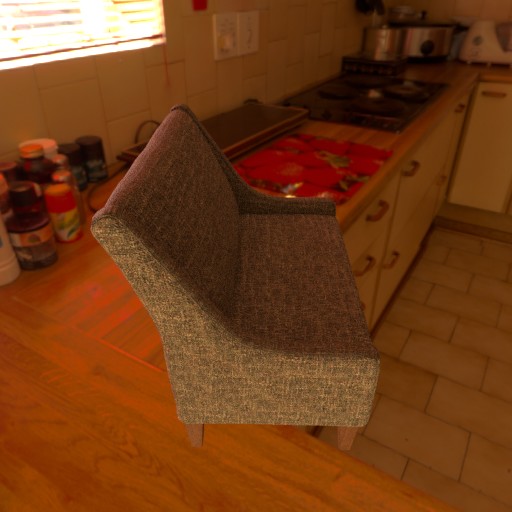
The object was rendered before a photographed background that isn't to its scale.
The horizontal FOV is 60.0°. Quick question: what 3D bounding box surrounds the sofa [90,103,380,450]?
[{"bbox_3d":[0.000,0.000,1.936,0.870,1.021,1.242,1,33,1],"label":"sofa"}]
